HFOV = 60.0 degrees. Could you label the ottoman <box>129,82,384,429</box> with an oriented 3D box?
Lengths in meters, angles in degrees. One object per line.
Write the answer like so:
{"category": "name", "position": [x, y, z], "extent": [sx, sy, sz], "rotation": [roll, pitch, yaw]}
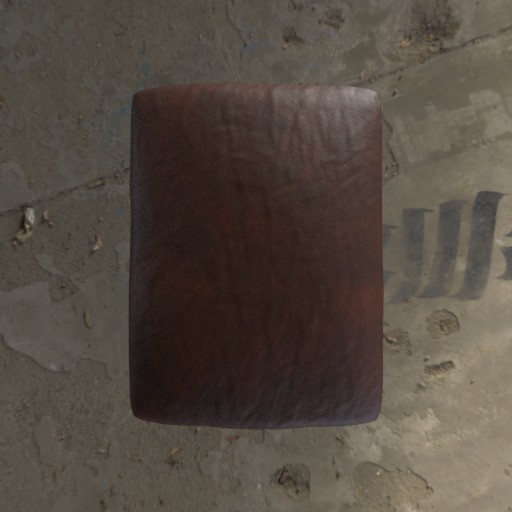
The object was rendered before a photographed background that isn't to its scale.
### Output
{"category": "ottoman", "position": [0.000, 0.000, 1.302], "extent": [0.659, 0.527, 0.887], "rotation": [0, 90, 1]}
